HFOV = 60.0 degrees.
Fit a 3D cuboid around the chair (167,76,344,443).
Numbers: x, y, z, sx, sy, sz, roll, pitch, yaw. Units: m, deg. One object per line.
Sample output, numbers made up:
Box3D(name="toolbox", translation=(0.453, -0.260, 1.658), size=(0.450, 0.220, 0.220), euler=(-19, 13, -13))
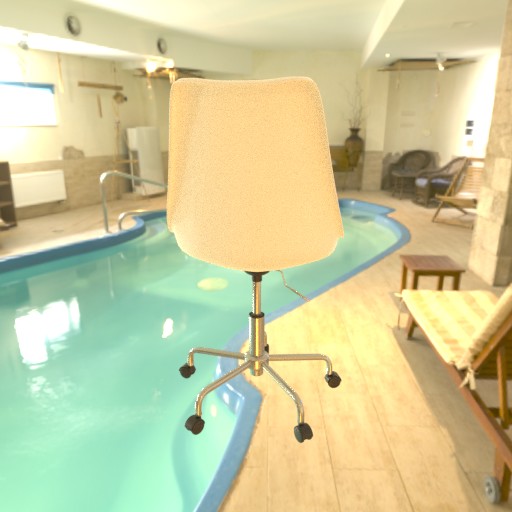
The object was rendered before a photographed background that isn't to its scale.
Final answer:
Box3D(name="chair", translation=(0.000, 0.000, 1.296), size=(0.550, 0.930, 0.550), euler=(2, 17, 7))
